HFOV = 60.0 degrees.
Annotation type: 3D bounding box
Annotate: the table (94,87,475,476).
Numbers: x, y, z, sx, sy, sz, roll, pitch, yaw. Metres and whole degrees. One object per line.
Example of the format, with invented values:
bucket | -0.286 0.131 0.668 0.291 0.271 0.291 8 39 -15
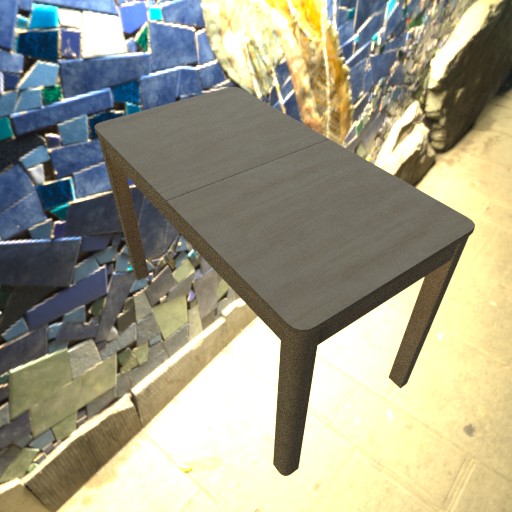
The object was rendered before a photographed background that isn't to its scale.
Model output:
table | 0.000 0.000 1.963 0.750 0.900 1.400 -26 48 -26
